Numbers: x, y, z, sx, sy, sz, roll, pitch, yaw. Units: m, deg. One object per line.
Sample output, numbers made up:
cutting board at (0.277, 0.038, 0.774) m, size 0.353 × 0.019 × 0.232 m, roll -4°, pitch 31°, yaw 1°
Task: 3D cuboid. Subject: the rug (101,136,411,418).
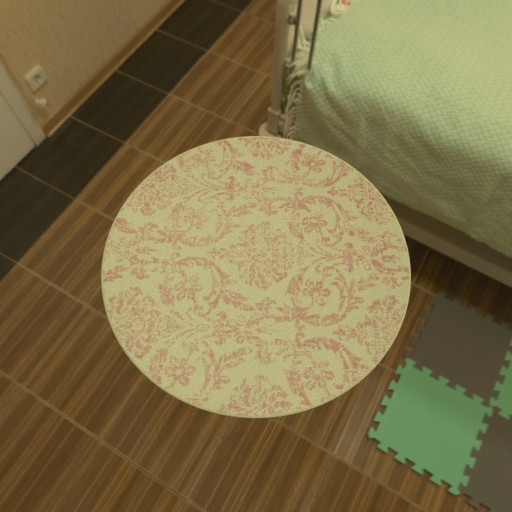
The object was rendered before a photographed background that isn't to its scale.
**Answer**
rug at (0.000, 0.000, 2.305) m, size 1.593 × 0.012 × 1.593 m, roll 0°, pitch 64°, yaw 0°
